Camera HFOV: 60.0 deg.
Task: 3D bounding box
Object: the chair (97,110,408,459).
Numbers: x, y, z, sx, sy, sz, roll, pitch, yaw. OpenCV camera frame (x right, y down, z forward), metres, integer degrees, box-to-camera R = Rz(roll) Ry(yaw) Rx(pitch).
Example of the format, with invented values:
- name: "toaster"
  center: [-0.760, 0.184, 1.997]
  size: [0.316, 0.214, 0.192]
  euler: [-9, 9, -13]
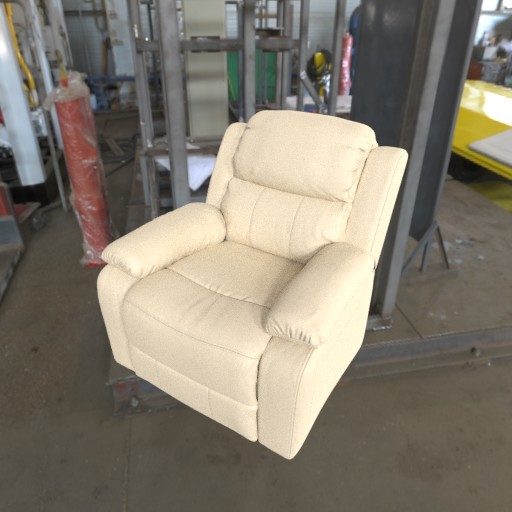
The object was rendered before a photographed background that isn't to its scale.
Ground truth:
- name: "chair"
  center: [0.000, 0.000, 1.284]
  size: [0.680, 0.702, 0.709]
  euler: [18, 35, 28]
